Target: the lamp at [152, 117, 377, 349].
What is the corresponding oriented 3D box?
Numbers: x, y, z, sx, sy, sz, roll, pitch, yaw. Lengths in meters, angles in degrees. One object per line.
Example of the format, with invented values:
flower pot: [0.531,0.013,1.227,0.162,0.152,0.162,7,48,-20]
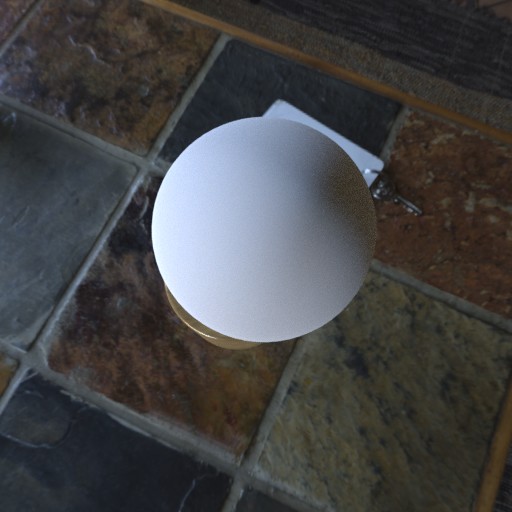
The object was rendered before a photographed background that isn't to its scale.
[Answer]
lamp: [0.000,0.000,0.340,0.152,0.250,0.141,-18,75,-5]
